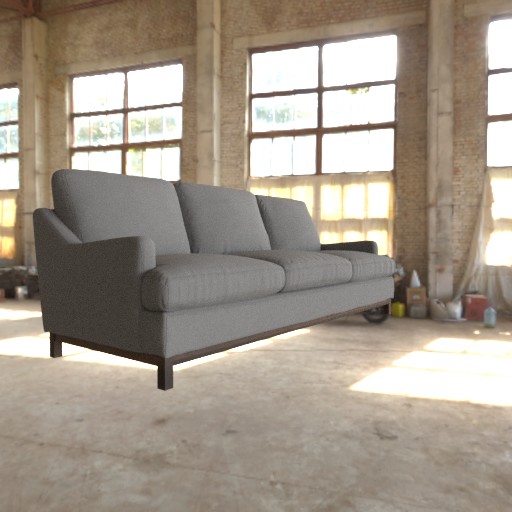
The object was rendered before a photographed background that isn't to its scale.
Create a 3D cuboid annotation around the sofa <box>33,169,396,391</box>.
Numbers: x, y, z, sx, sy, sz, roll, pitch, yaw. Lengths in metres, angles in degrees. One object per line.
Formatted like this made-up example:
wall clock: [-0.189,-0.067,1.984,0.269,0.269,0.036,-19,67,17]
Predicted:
sofa: [0.000,0.000,2.785,0.987,0.926,2.344,1,2,37]
